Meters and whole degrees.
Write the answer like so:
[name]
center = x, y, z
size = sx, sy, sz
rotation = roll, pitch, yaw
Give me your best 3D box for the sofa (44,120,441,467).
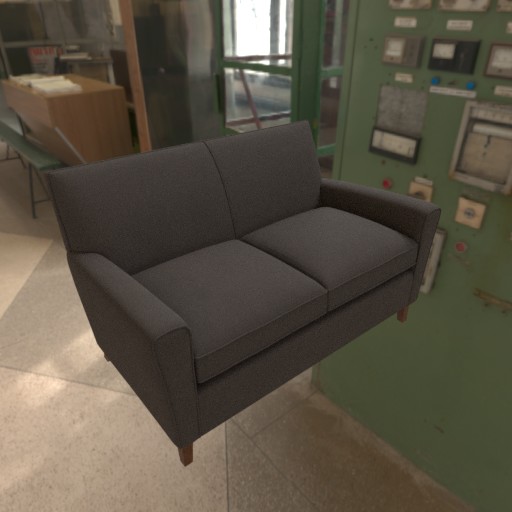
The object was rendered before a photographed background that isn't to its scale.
[sofa]
center = 0.000, 0.000, 1.932
size = 1.420, 0.846, 0.871
rotation = -22, 36, -33
